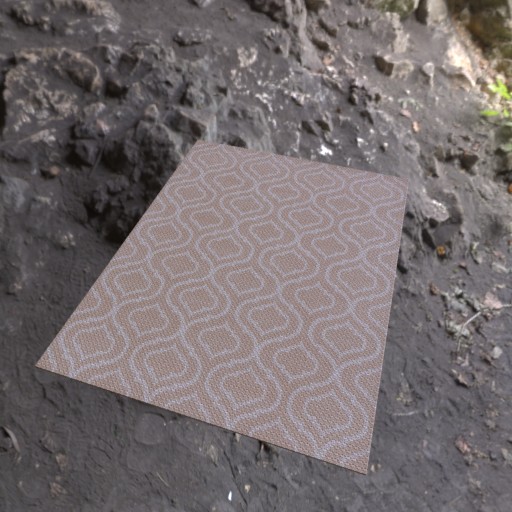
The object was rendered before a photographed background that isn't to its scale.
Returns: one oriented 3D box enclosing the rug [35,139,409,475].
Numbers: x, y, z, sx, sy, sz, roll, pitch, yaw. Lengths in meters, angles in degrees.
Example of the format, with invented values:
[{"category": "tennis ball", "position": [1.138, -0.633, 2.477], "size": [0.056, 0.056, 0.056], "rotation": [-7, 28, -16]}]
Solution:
[{"category": "rug", "position": [0.000, 0.000, 3.747], "size": [2.286, 0.013, 2.894], "rotation": [13, 49, 12]}]
